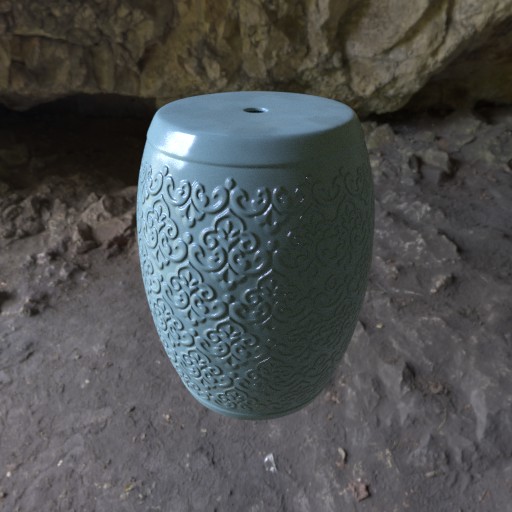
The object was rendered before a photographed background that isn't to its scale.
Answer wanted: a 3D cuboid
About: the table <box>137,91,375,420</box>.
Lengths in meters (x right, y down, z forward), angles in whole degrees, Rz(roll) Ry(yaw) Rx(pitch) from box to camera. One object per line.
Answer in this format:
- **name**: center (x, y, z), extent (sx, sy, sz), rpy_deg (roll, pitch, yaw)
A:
- **table**: center (0.000, 0.000, 0.614), extent (0.309, 0.397, 0.309), rpy_deg (0, 30, 0)
